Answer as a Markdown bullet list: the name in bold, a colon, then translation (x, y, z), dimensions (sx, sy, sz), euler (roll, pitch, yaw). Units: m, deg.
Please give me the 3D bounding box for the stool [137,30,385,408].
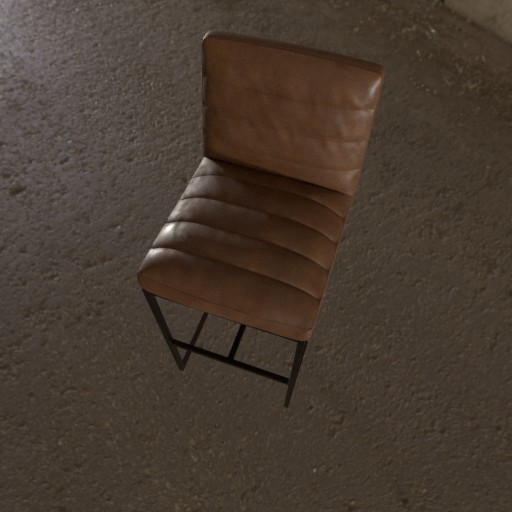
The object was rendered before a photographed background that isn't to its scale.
- **stool**: translation (0.000, 0.000, 1.348), dimensions (0.463, 1.065, 0.562), euler (16, 59, 10)
